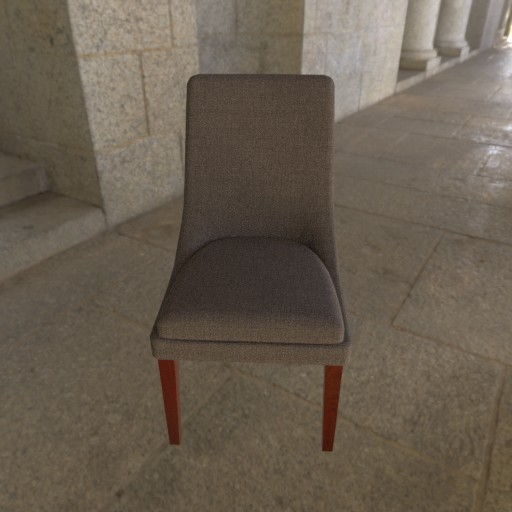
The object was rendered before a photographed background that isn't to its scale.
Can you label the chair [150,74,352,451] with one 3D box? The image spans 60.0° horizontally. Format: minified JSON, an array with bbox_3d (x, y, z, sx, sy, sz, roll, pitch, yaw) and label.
[{"bbox_3d":[0.000,0.000,1.344,0.508,0.952,0.655,1,30,2],"label":"chair"}]
